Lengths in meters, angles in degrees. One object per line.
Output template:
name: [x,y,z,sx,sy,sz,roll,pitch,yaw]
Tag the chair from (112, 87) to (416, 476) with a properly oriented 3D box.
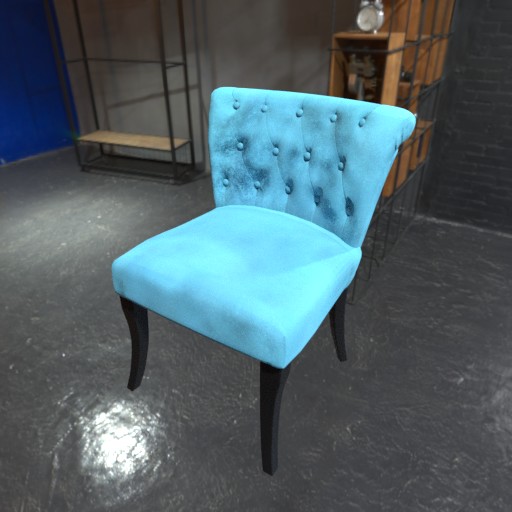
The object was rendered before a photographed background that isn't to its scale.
chair: [0.000,0.000,1.184,0.582,0.750,0.605,19,35,29]
